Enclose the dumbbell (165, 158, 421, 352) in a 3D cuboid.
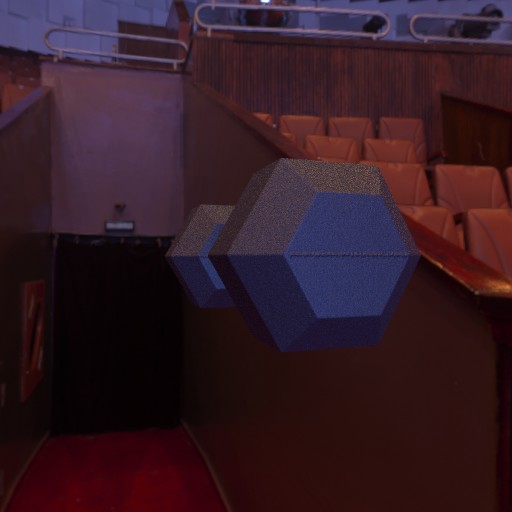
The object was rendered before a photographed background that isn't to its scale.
[{"bbox_3d":[0.000,0.000,0.329,0.106,0.092,0.272,0,0,-18],"label":"dumbbell"}]
